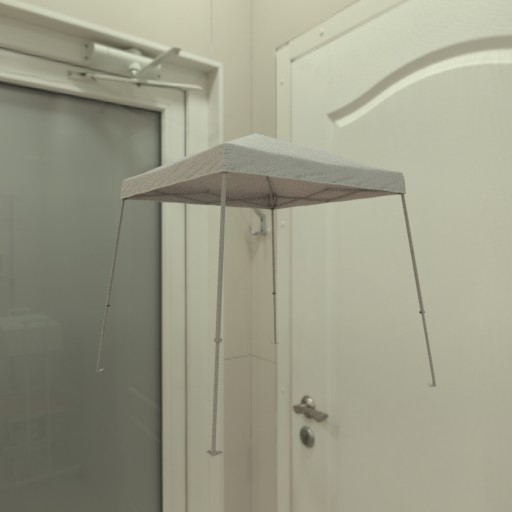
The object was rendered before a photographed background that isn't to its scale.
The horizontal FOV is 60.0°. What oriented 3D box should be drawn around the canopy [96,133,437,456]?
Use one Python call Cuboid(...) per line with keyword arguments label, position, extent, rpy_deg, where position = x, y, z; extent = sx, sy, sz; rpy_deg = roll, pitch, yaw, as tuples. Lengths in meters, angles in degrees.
Cuboid(label="canopy", position=(0.000, 0.000, 5.175), extent=(2.848, 2.849, 2.849), rpy_deg=(-1, 1, -36))
